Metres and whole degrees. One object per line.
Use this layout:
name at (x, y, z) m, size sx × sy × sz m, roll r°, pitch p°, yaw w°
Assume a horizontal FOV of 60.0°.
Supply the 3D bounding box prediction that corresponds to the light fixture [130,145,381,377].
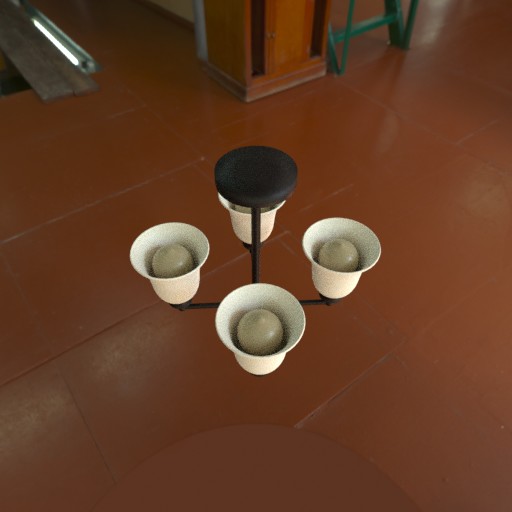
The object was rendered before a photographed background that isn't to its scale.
light fixture at (0.000, 0.000, 1.937) m, size 1.069 × 0.925 × 1.069 m, roll -2°, pitch 48°, yaw -2°
